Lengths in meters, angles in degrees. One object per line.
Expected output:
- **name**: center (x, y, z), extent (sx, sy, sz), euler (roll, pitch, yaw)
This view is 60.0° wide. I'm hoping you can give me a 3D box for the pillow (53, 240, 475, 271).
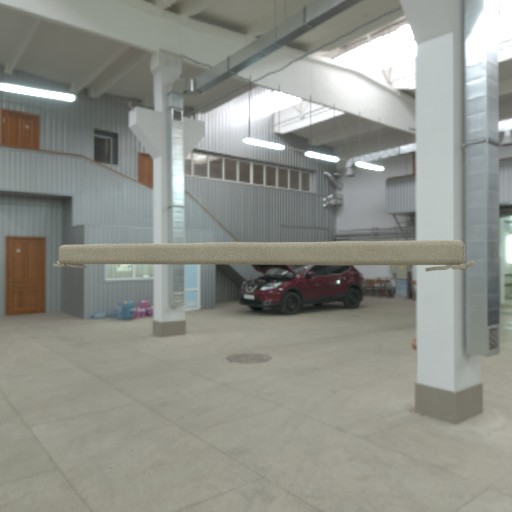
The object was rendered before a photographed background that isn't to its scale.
- **pillow**: center (0.000, 0.000, 1.390), extent (1.187, 0.081, 0.492), euler (0, -1, 16)
